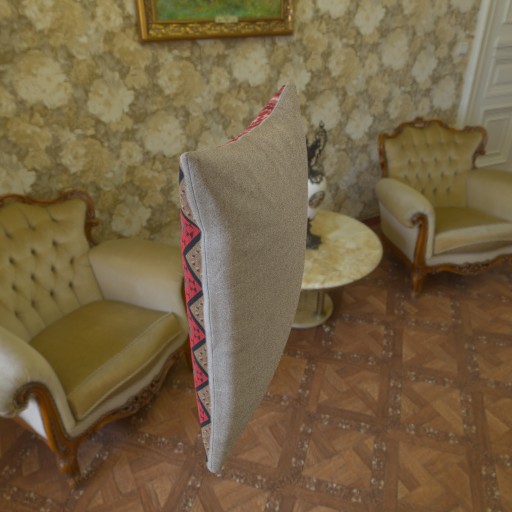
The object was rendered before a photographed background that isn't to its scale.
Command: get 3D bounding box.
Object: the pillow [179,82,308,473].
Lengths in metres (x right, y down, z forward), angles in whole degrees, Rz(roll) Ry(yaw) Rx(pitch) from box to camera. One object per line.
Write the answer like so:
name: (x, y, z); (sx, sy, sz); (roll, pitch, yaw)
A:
pillow: (0.000, 0.000, 0.776); (0.158, 0.511, 0.513); (8, 31, 13)
